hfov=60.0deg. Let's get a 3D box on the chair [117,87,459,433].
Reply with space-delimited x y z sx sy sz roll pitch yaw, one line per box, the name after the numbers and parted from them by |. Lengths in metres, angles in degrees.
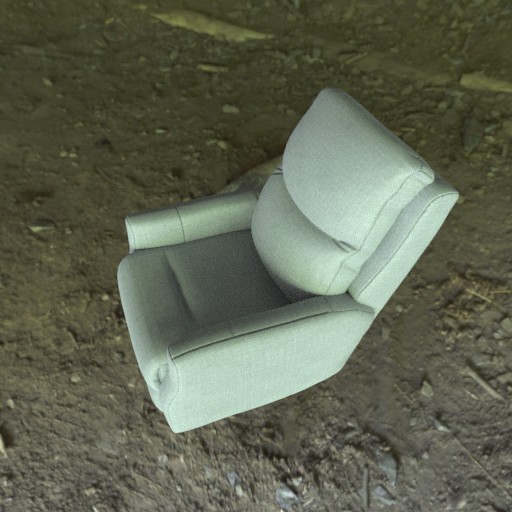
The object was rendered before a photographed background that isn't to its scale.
0.000 0.000 1.739 1.080 1.030 0.829 -17 49 -15 | chair
